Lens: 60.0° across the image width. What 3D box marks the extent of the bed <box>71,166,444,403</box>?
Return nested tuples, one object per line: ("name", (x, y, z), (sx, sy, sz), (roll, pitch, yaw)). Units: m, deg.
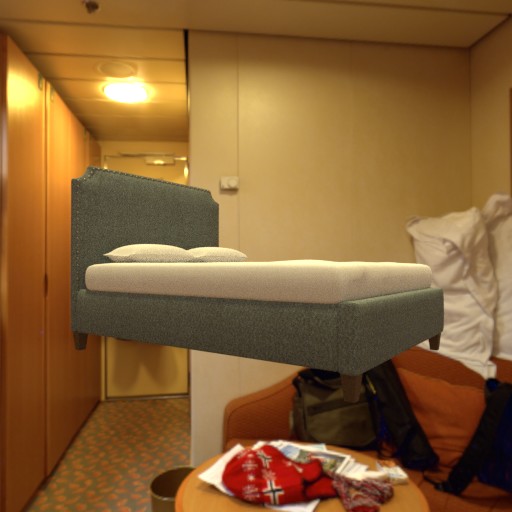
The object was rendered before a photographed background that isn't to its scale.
("bed", (0.000, 0.000, 3.432), (2.372, 1.443, 1.712), (-1, -1, 36))
